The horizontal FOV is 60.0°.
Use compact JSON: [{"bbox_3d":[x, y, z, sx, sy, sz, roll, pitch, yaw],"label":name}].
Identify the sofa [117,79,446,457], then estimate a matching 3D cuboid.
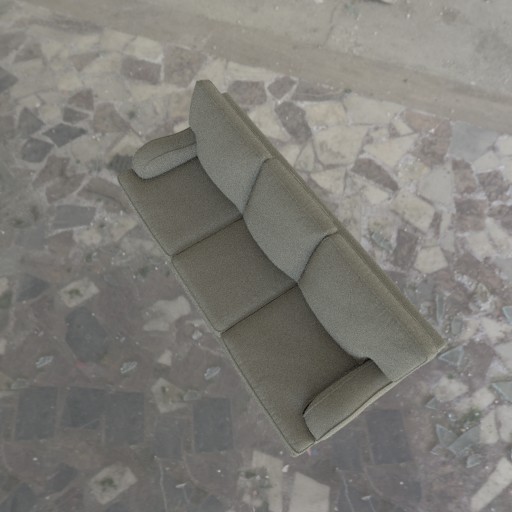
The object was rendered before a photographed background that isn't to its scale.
[{"bbox_3d":[0.000,0.000,2.968,1.016,0.997,2.323,-31,67,-14],"label":"sofa"}]
